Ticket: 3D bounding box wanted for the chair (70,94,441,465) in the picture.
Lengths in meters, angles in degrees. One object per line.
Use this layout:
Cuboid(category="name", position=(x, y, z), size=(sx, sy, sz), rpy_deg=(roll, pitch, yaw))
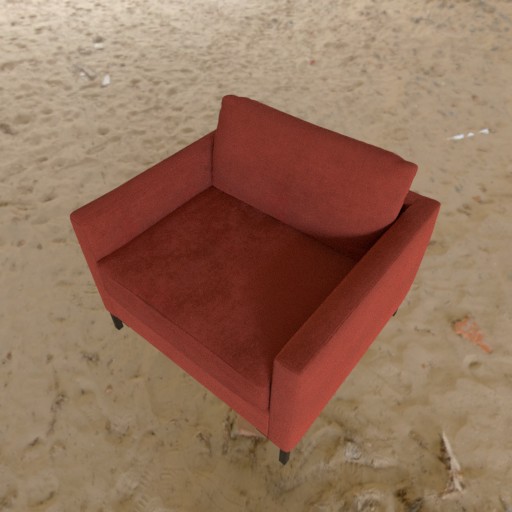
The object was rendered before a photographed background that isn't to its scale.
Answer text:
Cuboid(category="chair", position=(0.000, 0.000, 1.626), size=(0.964, 0.812, 0.875), rpy_deg=(30, 53, 26))
